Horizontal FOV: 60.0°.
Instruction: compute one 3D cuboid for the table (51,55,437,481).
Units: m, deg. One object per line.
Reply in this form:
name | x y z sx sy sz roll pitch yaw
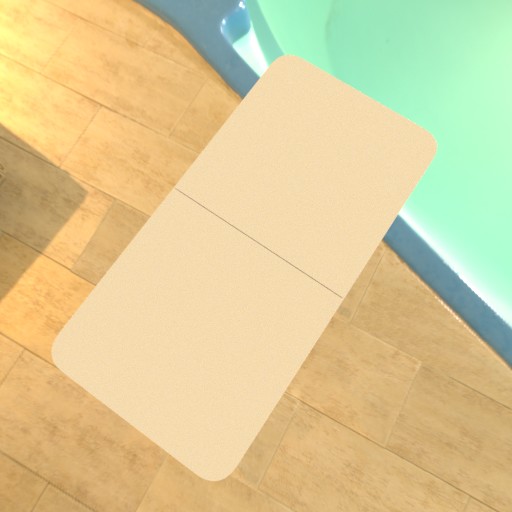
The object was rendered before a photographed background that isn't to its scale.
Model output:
table | 0.000 0.000 1.456 0.600 0.340 1.200 34 78 8
